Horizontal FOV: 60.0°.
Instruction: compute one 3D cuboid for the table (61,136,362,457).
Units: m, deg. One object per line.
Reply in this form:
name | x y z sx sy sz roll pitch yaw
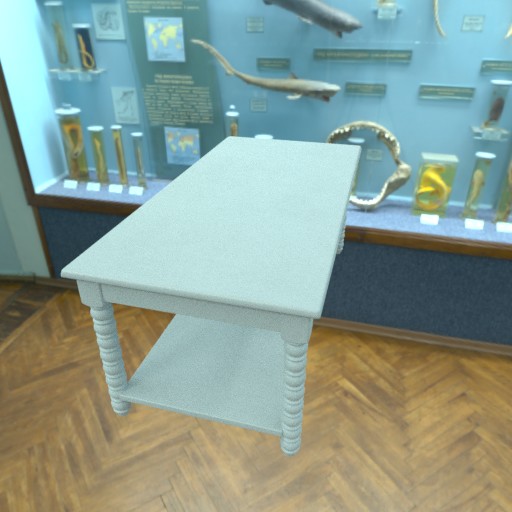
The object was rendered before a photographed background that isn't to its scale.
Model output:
table | 0.000 0.000 1.508 0.580 0.487 1.171 8 31 13
